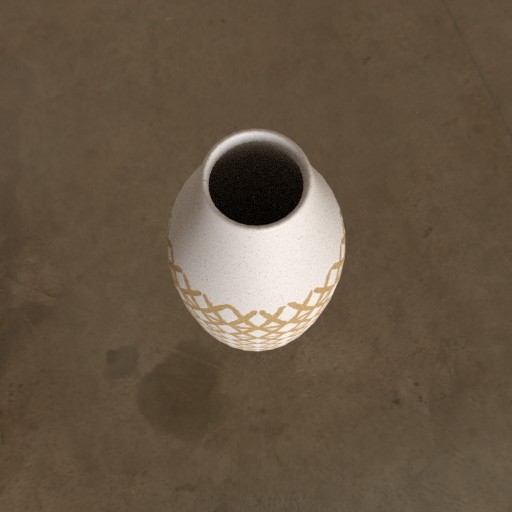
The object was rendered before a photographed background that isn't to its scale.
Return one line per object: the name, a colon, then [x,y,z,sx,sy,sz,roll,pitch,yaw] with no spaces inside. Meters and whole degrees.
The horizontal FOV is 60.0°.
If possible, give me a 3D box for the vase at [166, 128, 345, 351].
vase: [0.000,0.000,0.476,0.186,0.380,0.186,0,74,0]
